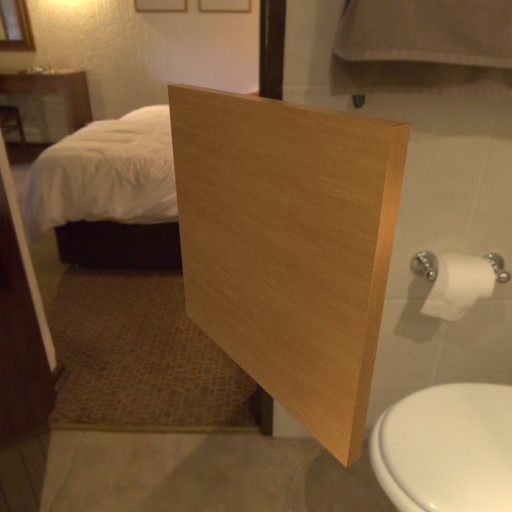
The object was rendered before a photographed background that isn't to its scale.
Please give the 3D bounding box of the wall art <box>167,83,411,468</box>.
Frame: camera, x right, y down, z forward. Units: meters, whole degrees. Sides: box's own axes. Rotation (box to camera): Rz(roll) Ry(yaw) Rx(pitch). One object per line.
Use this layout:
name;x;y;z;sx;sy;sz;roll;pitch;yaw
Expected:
wall art;0.000;0.000;0.448;0.019;0.302;0.302;-18;32;-32
